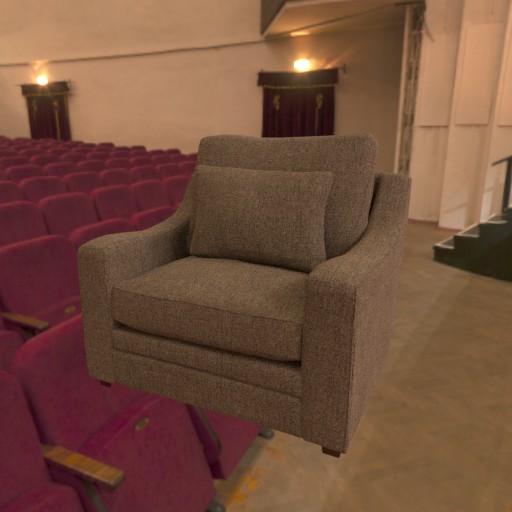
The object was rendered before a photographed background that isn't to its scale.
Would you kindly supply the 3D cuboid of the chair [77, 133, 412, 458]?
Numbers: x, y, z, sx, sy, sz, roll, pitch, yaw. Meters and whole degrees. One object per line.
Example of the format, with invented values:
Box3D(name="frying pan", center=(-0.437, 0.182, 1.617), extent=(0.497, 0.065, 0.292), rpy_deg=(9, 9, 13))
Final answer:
Box3D(name="chair", center=(0.000, 0.000, 1.941), extent=(1.138, 1.037, 1.009), rpy_deg=(7, 17, 24))
